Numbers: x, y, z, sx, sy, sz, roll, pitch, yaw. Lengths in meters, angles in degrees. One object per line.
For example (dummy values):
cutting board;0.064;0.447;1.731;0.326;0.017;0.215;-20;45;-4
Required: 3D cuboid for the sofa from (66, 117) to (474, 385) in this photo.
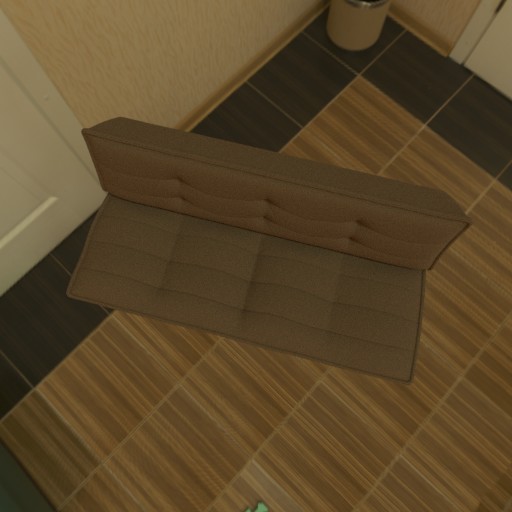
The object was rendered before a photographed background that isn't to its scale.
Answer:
sofa;0.000;0.000;2.461;1.940;0.890;0.950;14;75;4
